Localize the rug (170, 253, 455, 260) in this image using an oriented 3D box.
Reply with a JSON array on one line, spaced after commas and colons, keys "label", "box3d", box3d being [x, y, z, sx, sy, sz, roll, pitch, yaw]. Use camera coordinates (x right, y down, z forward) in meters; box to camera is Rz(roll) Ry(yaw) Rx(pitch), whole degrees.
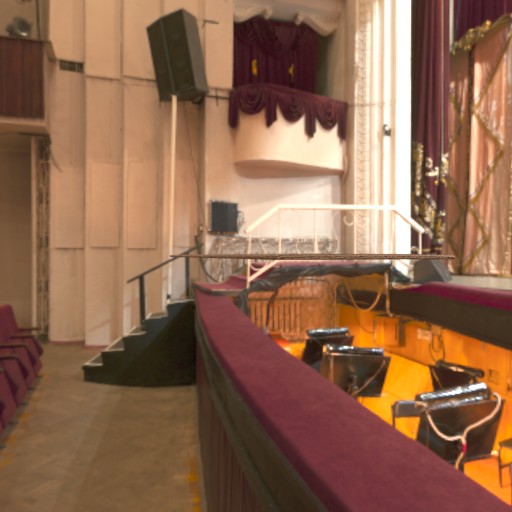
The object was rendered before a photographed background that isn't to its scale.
[{"label": "rug", "box3d": [0.000, 0.000, 2.476, 0.659, 0.019, 2.297, 0, 0, -18]}]
